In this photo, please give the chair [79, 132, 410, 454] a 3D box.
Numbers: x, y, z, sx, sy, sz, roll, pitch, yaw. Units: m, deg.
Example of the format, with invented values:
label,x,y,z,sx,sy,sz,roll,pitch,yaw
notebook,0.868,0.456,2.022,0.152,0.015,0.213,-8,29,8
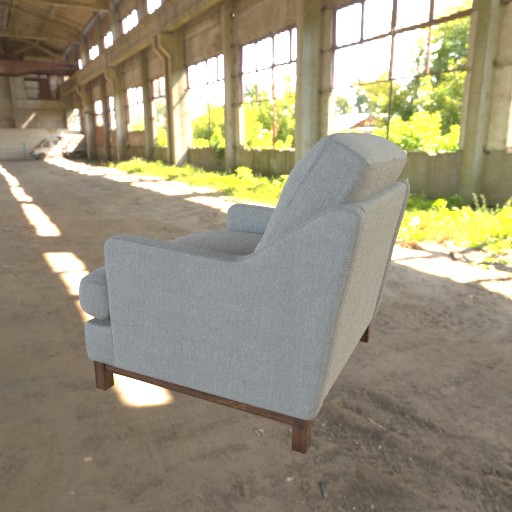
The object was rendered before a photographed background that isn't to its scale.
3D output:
label,x,y,z,sx,sy,sz,roll,pitch,yaw
chair,0.000,0.000,1.541,0.892,0.821,0.826,7,16,25
